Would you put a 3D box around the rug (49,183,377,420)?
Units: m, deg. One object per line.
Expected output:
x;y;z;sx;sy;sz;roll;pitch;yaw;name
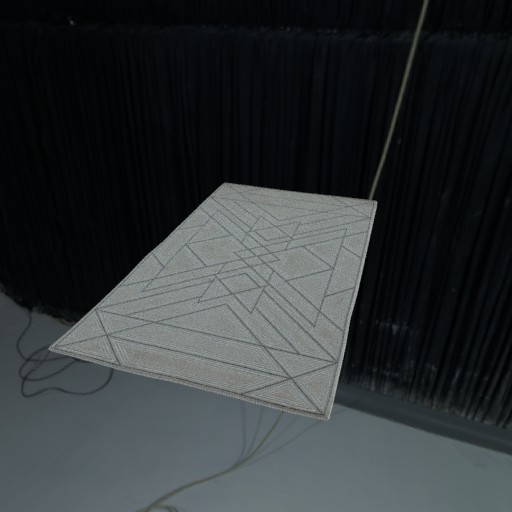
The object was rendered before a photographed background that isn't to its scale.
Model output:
0.000;0.000;1.088;0.511;0.008;0.869;9;32;15;rug
